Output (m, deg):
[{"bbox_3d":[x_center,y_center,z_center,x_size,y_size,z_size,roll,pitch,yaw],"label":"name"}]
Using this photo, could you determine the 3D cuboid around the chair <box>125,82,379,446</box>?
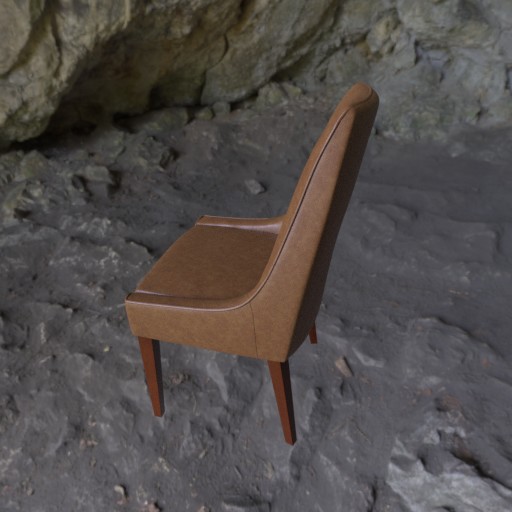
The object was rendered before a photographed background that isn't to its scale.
[{"bbox_3d":[0.000,0.000,1.199,0.544,0.861,0.529,7,29,13],"label":"chair"}]
